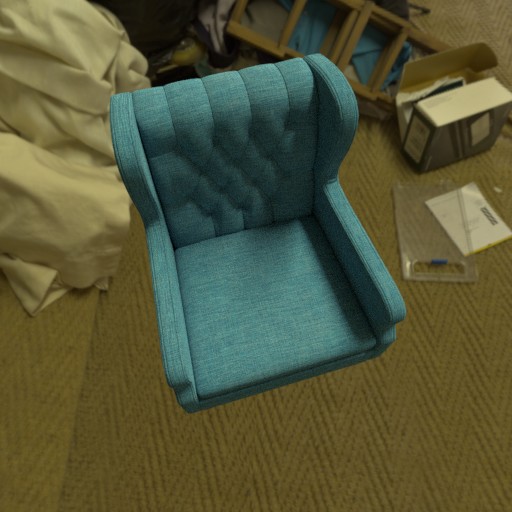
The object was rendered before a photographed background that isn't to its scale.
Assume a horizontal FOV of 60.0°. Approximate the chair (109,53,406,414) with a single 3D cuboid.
[{"bbox_3d":[0.000,0.000,1.484,0.711,0.952,0.775,-15,64,-7],"label":"chair"}]
